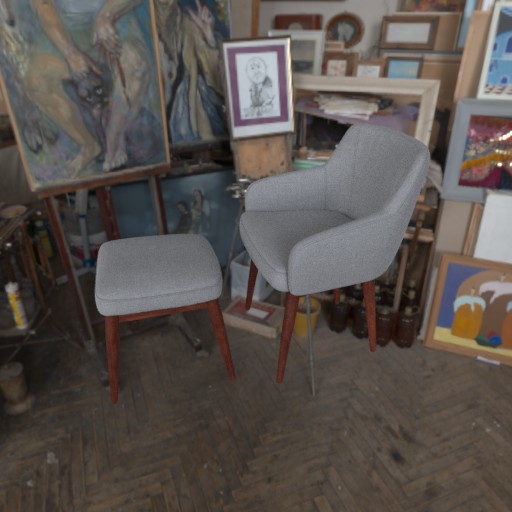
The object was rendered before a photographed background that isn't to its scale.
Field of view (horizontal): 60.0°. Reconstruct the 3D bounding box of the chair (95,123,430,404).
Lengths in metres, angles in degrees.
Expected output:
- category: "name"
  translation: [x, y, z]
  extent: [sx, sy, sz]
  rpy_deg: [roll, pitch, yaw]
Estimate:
- category: "chair"
  translation: [0.000, 0.000, 1.584]
  extent: [1.107, 0.799, 0.584]
  rpy_deg: [-7, 30, -13]
